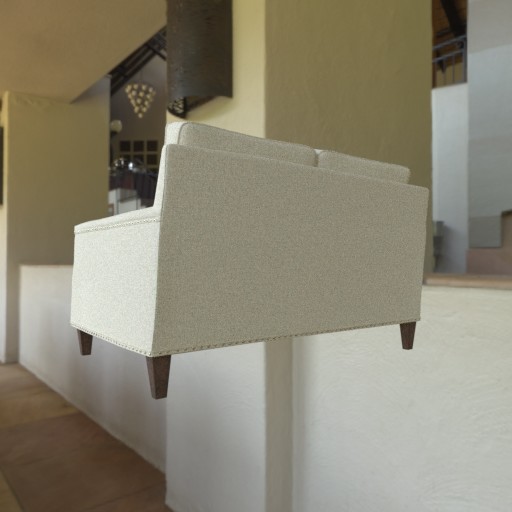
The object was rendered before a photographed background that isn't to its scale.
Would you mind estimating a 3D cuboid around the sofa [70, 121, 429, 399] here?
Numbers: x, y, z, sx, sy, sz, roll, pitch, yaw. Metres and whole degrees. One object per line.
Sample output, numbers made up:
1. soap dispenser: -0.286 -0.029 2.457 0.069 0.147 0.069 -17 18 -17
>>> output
1. sofa: 0.000 0.000 2.305 1.597 1.003 1.084 1 -1 -37
